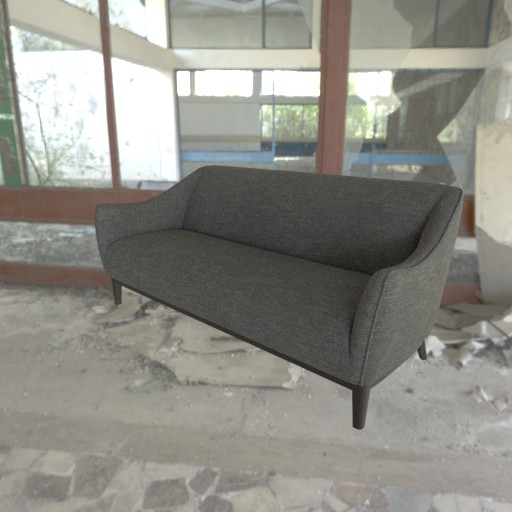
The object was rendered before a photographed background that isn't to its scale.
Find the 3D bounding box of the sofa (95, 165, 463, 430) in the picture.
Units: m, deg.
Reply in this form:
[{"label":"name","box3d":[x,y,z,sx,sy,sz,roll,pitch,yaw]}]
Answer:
[{"label":"sofa","box3d":[0.000,0.000,2.354,1.928,0.829,0.867,15,22,42]}]
